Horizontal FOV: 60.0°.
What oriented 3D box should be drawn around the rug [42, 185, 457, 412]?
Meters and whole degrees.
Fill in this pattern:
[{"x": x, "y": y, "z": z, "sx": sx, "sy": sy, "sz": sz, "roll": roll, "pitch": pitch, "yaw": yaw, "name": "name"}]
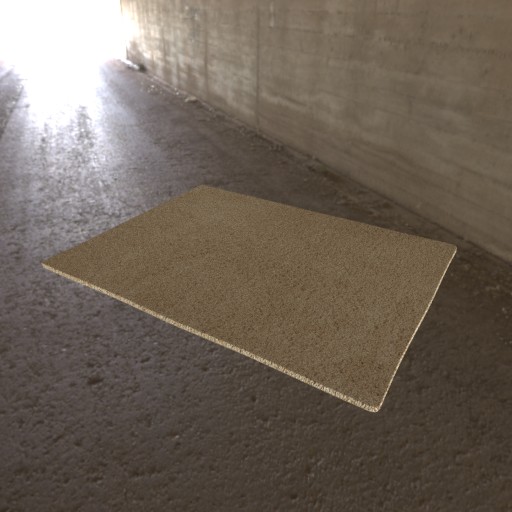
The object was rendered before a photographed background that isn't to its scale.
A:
[{"x": 0.000, "y": 0.000, "z": 2.116, "sx": 1.600, "sy": 0.025, "sz": 1.199, "roll": 17, "pitch": 34, "yaw": 28, "name": "rug"}]
